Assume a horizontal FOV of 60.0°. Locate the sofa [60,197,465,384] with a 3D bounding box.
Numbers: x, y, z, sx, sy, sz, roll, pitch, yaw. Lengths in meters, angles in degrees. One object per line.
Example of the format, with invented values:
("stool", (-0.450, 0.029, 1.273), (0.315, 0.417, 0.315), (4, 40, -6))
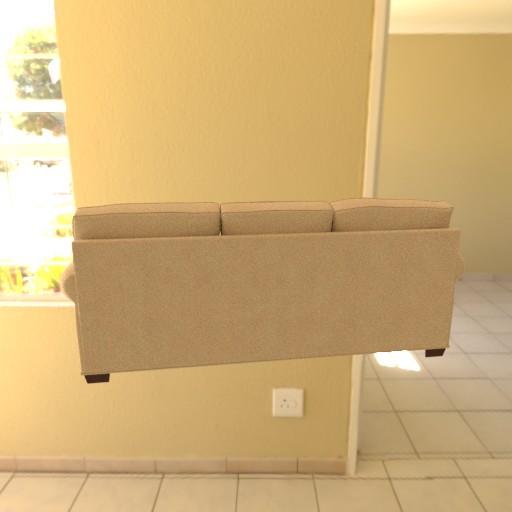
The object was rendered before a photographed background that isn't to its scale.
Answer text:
("sofa", (0.000, 0.000, 2.436), (1.770, 0.734, 1.226), (-2, 14, -9))
